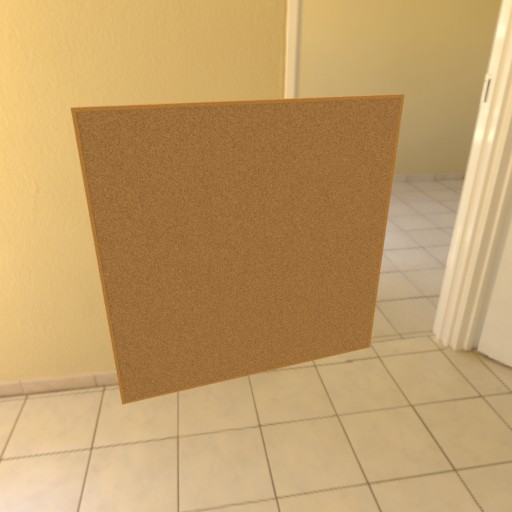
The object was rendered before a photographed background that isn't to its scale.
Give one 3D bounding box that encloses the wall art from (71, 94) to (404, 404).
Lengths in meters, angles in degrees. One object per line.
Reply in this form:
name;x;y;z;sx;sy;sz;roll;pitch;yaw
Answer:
wall art;0.000;0.000;1.437;0.962;0.959;0.013;-8;27;-17
